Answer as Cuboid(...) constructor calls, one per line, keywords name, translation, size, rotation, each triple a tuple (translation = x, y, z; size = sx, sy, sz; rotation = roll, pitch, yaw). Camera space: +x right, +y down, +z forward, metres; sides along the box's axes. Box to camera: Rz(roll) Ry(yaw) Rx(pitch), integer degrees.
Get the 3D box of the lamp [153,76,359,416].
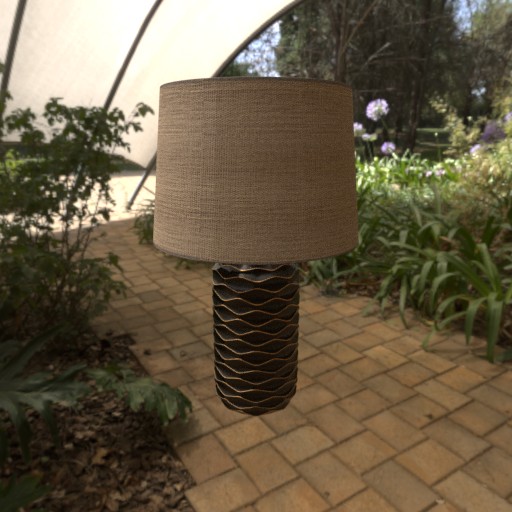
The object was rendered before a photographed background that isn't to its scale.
Cuboid(name="lamp", translation=(0.000, 0.000, 0.839), size=(0.376, 0.594, 0.376), rotation=(0, 15, 0))
